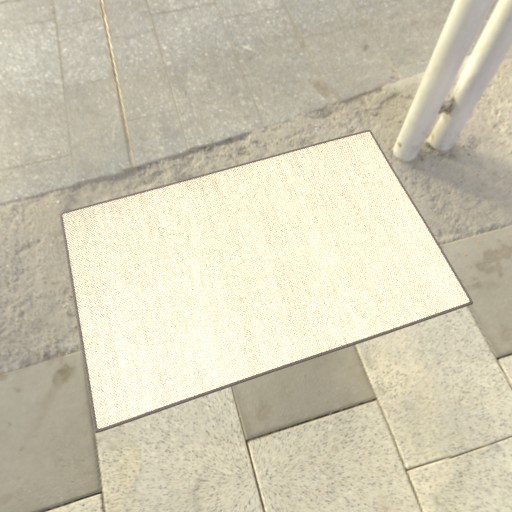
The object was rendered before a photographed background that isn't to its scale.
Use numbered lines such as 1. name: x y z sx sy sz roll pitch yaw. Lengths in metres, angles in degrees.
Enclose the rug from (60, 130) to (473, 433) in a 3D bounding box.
1. rug: 0.000 0.000 2.064 1.676 0.013 1.067 -17 64 -8
